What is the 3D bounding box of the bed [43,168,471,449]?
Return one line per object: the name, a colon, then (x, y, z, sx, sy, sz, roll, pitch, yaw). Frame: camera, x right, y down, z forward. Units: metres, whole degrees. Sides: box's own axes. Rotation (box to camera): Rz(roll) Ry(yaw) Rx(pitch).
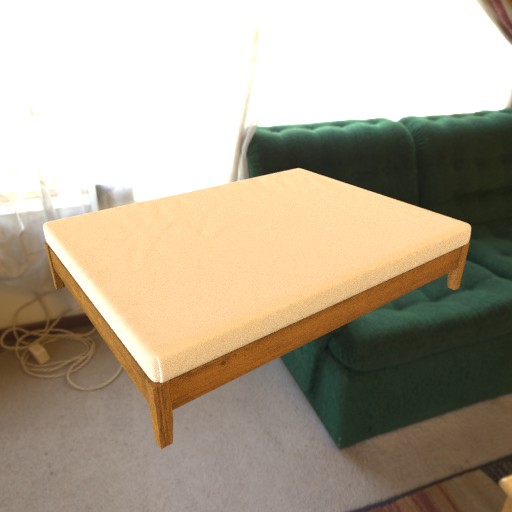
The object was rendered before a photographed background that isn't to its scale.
bed: (0.000, 0.000, 2.666, 2.016, 0.431, 1.536, -18, 32, -32)
